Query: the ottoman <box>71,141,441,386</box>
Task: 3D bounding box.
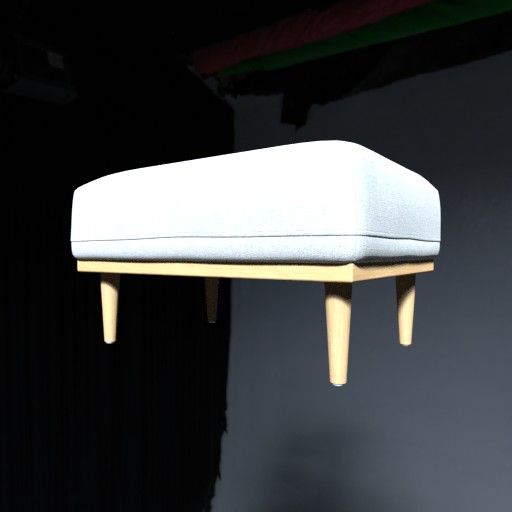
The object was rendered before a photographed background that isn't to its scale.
[{"bbox_3d":[0.000,0.000,1.080,0.749,0.428,0.549,0,1,35],"label":"ottoman"}]
